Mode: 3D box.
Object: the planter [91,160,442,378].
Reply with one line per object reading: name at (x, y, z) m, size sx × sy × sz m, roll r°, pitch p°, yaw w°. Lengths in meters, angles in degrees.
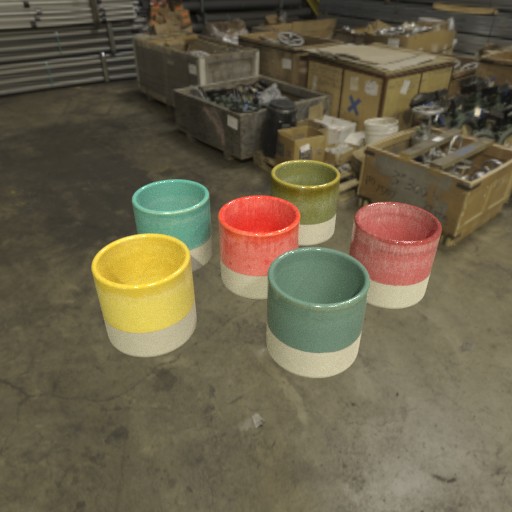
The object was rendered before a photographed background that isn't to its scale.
planter at (0.000, 0.000, 0.412) m, size 0.286 × 0.075 × 0.257 m, roll -22°, pitch 40°, yaw -29°
